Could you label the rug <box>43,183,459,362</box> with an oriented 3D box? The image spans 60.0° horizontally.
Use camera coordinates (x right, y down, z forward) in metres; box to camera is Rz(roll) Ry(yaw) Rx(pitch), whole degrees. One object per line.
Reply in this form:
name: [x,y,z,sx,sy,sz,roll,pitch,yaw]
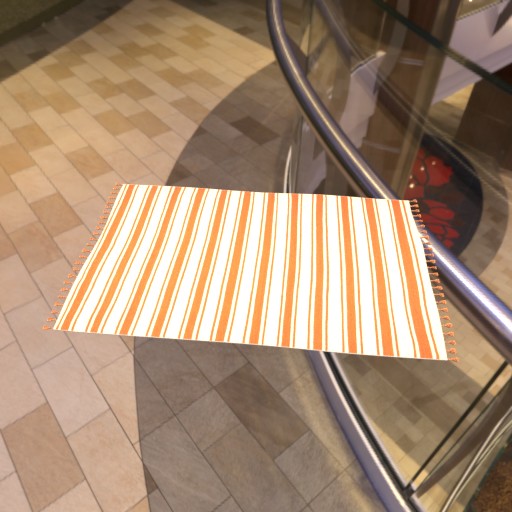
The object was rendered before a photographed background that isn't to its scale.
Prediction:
rug: [0.000,0.000,2.611,2.092,0.017,1.232,4,46,4]
